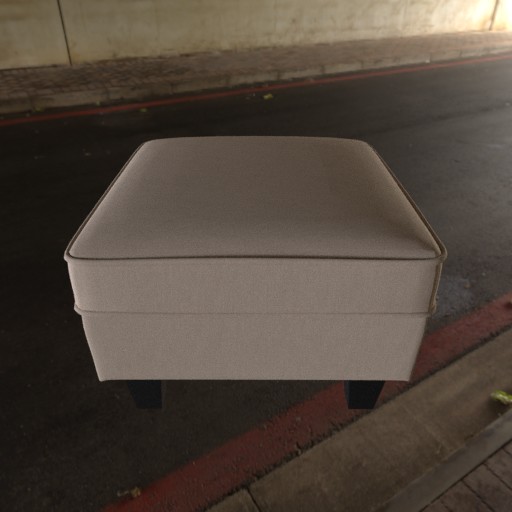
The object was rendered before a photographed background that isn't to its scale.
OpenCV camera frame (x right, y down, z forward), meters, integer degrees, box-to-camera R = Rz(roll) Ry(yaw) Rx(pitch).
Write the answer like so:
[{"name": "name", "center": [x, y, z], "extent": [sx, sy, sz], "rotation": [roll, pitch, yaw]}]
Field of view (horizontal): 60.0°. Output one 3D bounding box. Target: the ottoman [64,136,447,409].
[{"name": "ottoman", "center": [0.000, 0.000, 1.019], "extent": [0.616, 0.438, 0.613], "rotation": [0, 32, 0]}]
